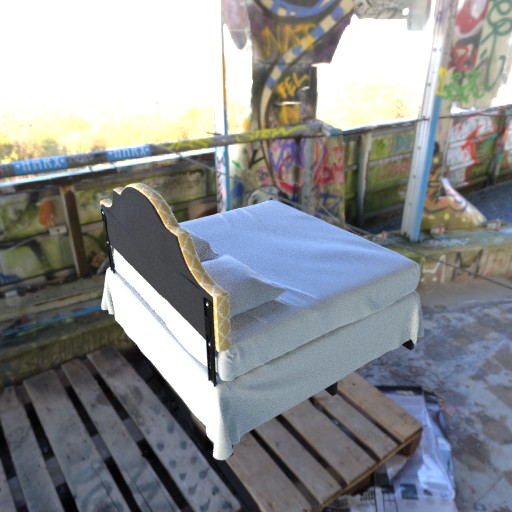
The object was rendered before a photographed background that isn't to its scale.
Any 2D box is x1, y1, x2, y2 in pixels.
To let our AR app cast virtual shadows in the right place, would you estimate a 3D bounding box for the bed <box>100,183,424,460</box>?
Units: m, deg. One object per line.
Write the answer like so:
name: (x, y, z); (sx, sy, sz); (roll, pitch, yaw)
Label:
bed: (0.000, 0.000, 3.856); (2.222, 1.601, 2.314); (-18, 32, -31)
